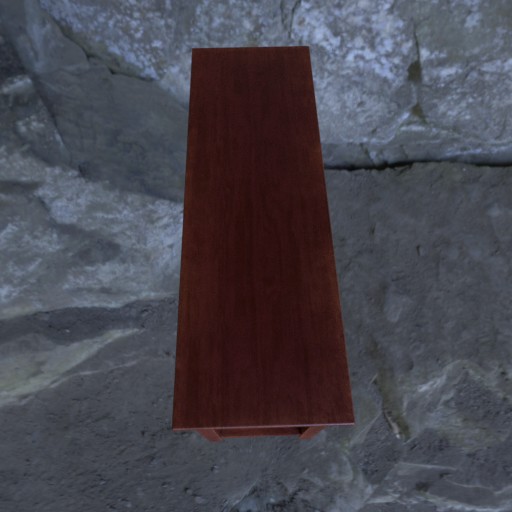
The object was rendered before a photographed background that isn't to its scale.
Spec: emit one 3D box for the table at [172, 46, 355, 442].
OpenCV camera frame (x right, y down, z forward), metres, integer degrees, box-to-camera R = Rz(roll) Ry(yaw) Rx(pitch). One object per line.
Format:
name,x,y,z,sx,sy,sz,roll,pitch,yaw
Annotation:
table,0.000,0.000,1.535,0.392,0.739,1.188,-1,63,-1
